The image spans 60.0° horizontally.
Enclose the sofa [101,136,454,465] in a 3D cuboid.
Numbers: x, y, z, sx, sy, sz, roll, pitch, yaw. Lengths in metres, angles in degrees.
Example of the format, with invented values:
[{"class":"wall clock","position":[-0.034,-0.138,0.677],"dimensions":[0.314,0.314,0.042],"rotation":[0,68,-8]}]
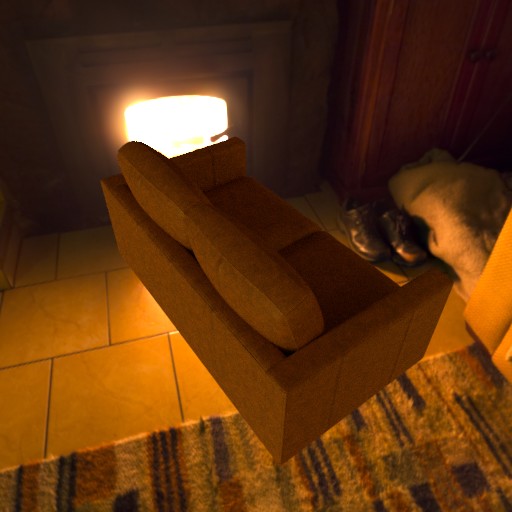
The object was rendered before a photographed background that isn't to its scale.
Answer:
[{"class":"sofa","position":[0.000,0.000,2.207],"dimensions":[0.909,0.951,1.578],"rotation":[-25,47,-26]}]
